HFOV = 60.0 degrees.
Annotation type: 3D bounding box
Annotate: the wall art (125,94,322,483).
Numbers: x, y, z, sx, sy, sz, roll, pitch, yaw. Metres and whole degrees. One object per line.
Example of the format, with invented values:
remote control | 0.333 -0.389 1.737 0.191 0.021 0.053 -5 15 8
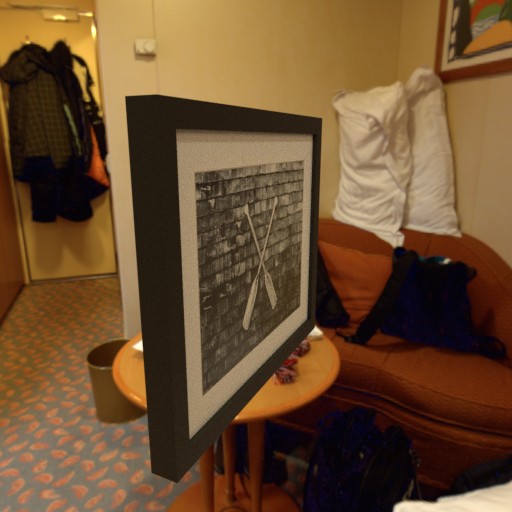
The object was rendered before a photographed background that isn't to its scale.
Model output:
wall art | 0.000 0.000 0.528 0.029 0.330 0.381 7 16 25
